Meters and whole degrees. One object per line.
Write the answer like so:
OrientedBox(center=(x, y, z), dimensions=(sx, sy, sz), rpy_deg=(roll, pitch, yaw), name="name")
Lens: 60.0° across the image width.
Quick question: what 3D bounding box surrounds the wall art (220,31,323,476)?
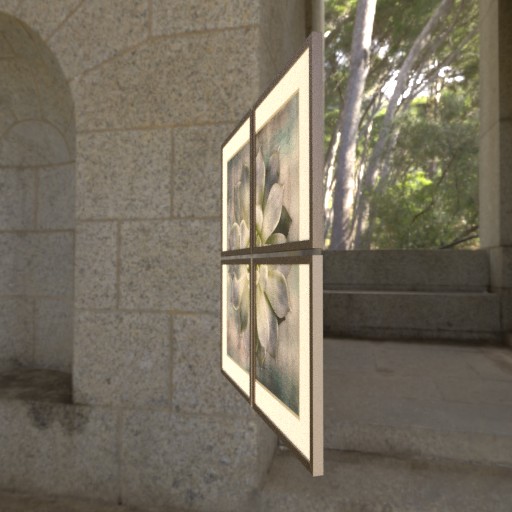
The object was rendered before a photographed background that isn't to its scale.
OrientedBox(center=(0.000, 0.000, 1.525), dimensions=(0.030, 1.032, 1.032), rpy_deg=(0, -1, -16), name="wall art")
